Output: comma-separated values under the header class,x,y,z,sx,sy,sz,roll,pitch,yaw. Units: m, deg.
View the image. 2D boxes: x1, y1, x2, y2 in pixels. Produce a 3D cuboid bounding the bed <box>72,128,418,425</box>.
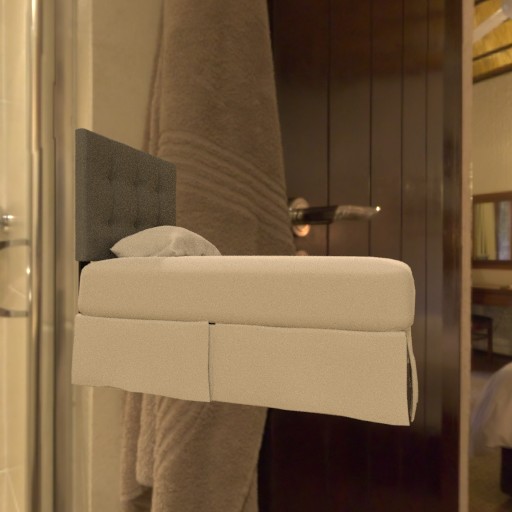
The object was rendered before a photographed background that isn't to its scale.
class,x,y,z,sx,sy,sz,roll,pitch,yaw
bed,0.000,0.000,2.926,1.997,1.571,1.261,0,0,19
